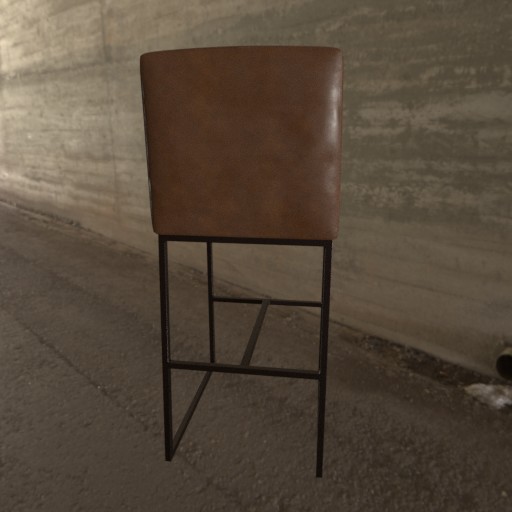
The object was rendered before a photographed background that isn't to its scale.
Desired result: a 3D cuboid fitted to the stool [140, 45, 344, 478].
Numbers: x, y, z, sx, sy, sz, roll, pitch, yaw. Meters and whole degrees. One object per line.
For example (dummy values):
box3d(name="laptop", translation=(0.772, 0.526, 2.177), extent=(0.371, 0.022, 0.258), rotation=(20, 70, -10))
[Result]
box3d(name="stool", translation=(0.000, 0.000, 1.328), extent=(0.463, 1.065, 0.562), rotation=(2, 16, 8))
